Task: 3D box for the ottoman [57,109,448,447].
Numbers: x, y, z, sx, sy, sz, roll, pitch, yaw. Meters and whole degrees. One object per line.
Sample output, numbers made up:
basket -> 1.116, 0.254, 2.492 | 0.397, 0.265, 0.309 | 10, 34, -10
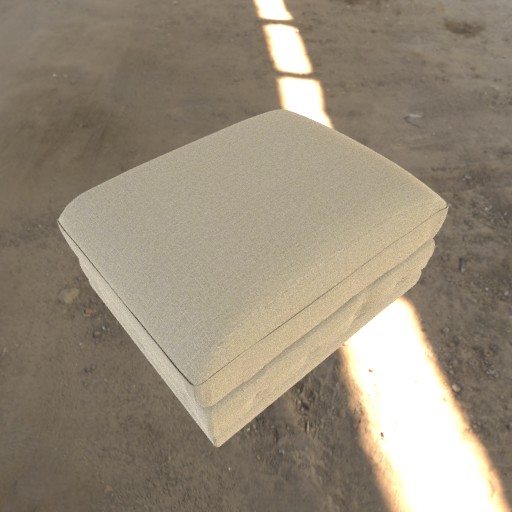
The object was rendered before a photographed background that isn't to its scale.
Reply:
ottoman -> 0.000, 0.000, 1.047 | 0.684, 0.463, 0.541 | -31, 54, -26
